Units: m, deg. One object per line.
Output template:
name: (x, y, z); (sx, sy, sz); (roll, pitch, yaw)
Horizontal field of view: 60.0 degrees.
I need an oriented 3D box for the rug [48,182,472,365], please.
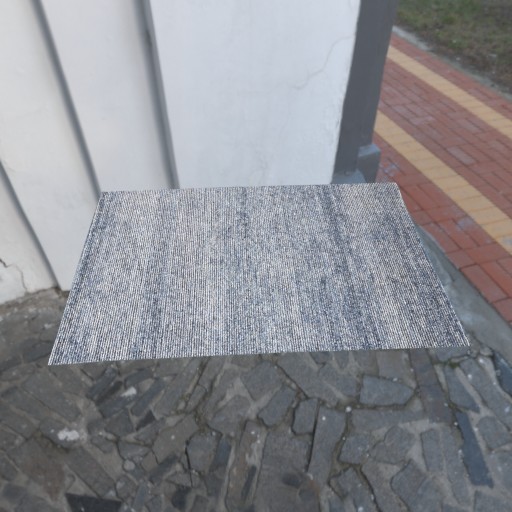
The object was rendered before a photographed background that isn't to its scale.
rug: (0.000, 0.000, 2.203); (1.740, 0.010, 1.135); (-2, 46, -2)
